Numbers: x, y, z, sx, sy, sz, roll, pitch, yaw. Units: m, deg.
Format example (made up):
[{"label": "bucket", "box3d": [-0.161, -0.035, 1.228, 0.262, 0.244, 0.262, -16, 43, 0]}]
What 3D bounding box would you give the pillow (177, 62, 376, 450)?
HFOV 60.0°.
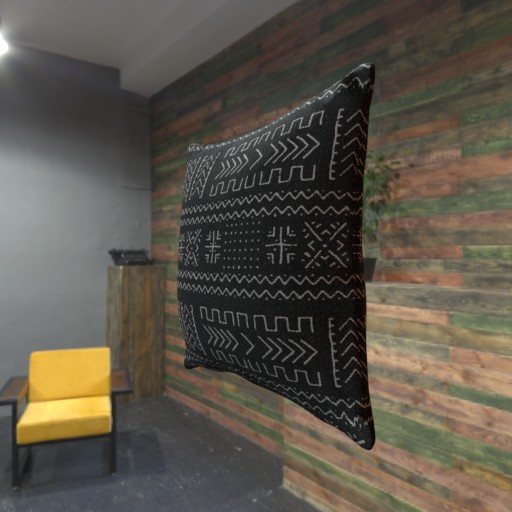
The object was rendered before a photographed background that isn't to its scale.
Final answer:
[{"label": "pillow", "box3d": [0.000, 0.000, 0.662, 0.164, 0.430, 0.438, 0, -1, -36]}]
